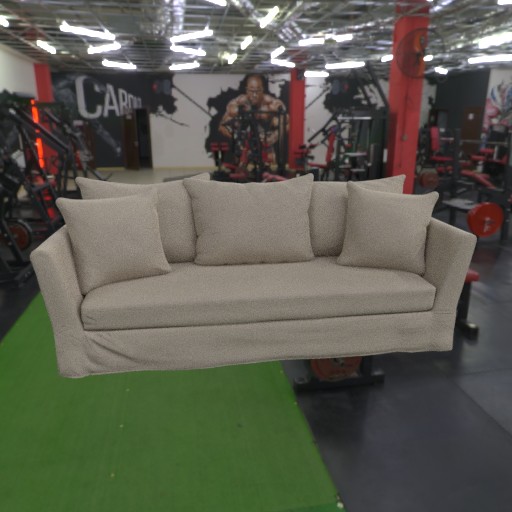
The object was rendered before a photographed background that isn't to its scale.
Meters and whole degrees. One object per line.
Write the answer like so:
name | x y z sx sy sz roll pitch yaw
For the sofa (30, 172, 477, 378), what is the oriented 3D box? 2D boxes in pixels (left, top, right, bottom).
sofa | 0.000 0.000 2.972 2.499 1.047 1.046 -2 17 -7
